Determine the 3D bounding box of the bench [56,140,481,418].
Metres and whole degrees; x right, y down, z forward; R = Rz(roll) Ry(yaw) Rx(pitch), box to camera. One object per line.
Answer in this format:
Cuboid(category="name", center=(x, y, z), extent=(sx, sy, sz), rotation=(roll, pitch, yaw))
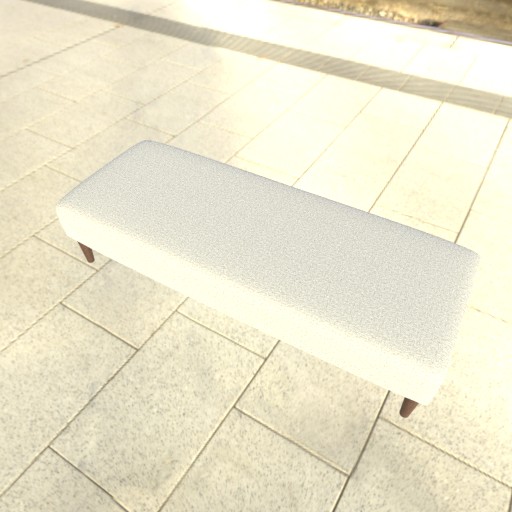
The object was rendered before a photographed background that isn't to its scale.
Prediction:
Cuboid(category="bench", center=(0.000, 0.000, 1.845), extent=(1.598, 0.383, 0.631), rotation=(22, 50, 20))
